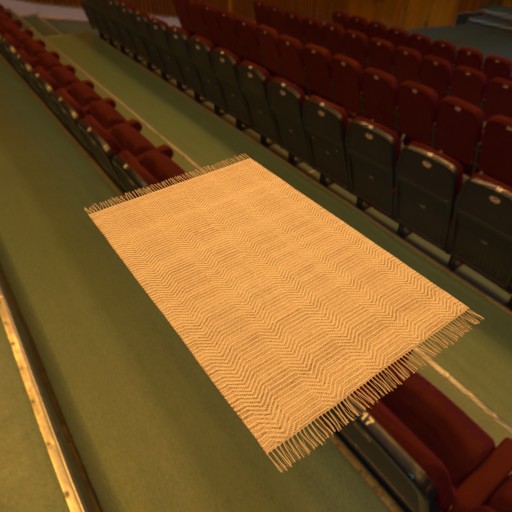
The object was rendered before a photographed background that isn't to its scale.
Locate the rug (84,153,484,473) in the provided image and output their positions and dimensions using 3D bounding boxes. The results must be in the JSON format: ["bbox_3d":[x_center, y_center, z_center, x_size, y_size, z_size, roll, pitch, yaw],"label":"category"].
[{"bbox_3d":[0.000,0.000,2.433,1.224,0.027,2.021,-25,47,-26],"label":"rug"}]
